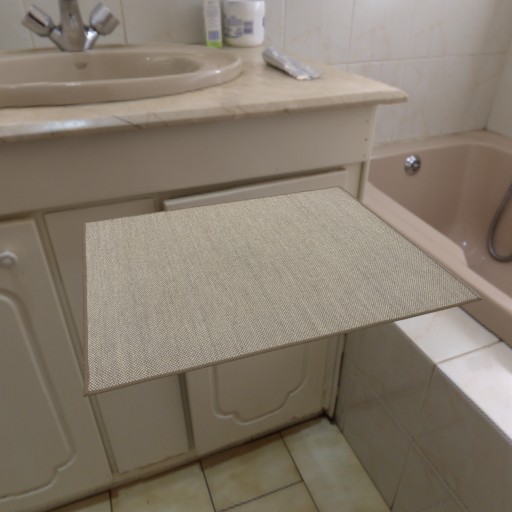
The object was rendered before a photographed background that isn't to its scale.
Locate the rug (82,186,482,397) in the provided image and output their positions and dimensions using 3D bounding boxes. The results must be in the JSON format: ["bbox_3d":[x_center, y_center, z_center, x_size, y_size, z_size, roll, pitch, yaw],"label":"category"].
[{"bbox_3d":[0.000,0.000,4.080,3.041,0.020,2.413,-10,33,-16],"label":"rug"}]
